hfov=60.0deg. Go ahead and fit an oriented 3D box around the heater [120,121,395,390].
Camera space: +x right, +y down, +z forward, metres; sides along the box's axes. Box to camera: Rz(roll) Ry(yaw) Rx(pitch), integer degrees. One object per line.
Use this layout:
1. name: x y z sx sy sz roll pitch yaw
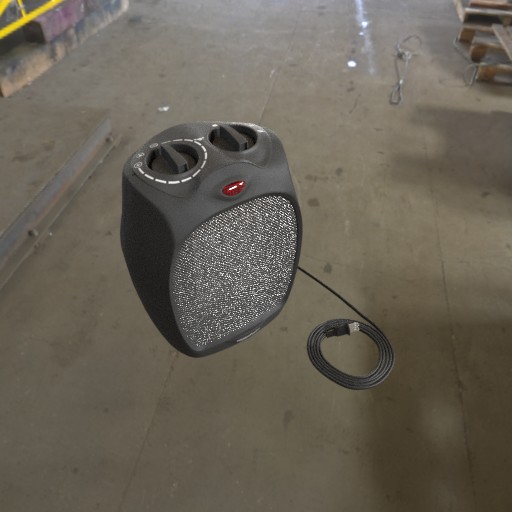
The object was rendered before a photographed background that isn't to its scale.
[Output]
1. heater: 0.000 0.000 0.463 0.239 0.240 0.291 -26 51 -23
